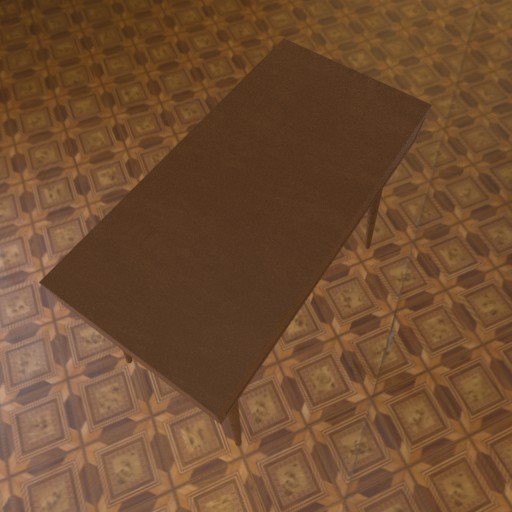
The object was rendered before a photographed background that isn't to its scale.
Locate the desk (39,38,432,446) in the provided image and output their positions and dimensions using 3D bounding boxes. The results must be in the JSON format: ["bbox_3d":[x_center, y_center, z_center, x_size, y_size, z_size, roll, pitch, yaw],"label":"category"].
[{"bbox_3d":[0.000,0.000,1.393,0.510,0.758,0.949,32,67,15],"label":"desk"}]
